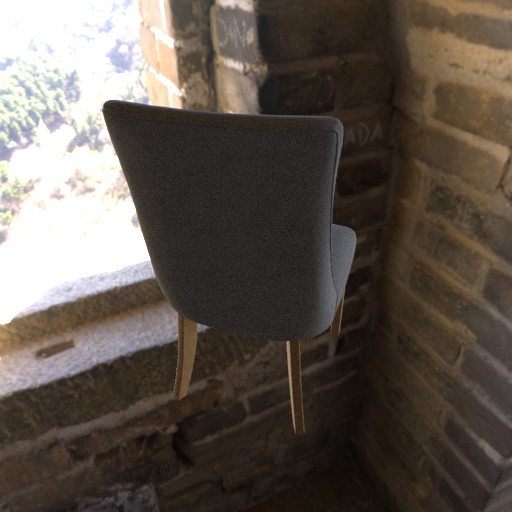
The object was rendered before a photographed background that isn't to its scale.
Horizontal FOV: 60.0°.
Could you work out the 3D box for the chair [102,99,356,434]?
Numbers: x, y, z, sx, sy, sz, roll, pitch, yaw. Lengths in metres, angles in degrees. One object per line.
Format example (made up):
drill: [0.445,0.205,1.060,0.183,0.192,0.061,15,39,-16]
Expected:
chair: [0.000,0.000,1.231,0.495,0.902,0.610,10,32,16]
